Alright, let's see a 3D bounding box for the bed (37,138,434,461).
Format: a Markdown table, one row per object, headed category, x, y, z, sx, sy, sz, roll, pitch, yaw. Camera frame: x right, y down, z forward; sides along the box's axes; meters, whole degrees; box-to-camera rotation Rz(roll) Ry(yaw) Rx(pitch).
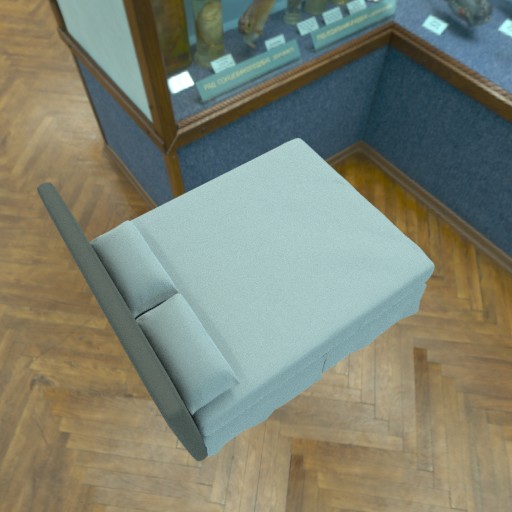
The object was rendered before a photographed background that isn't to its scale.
| category | x | y | z | sx | sy | sz | roll | pitch | yaw |
| --- | --- | --- | --- | --- | --- | --- | --- | --- | --- |
| bed | 0.000 | 0.000 | 3.188 | 2.142 | 1.330 | 1.748 | -30 | 62 | -18 |
